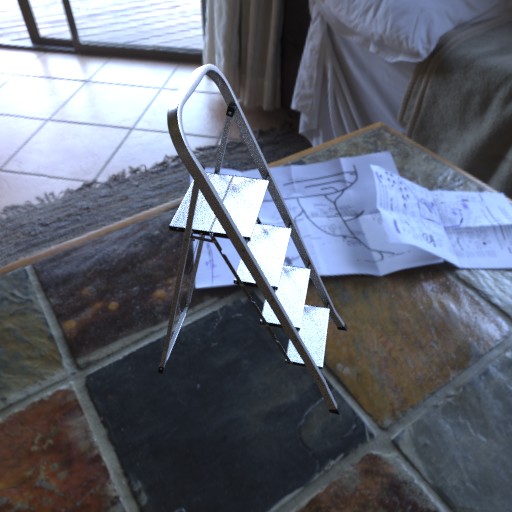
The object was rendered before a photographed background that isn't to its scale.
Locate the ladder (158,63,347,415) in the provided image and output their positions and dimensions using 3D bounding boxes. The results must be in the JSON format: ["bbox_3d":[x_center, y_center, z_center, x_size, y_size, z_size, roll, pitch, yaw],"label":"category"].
[{"bbox_3d":[0.000,0.000,1.647,0.830,1.290,0.465,9,46,8],"label":"ladder"}]
